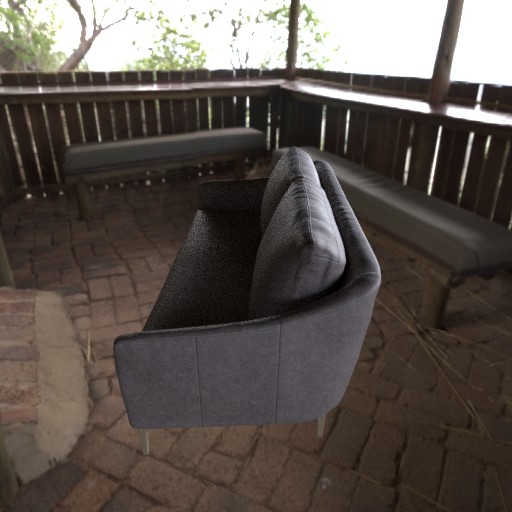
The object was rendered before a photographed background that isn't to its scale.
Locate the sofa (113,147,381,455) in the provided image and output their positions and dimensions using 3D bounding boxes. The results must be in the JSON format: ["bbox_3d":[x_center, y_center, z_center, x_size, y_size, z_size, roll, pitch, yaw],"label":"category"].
[{"bbox_3d":[0.000,0.000,2.479,0.960,0.902,2.036,1,25,2],"label":"sofa"}]
